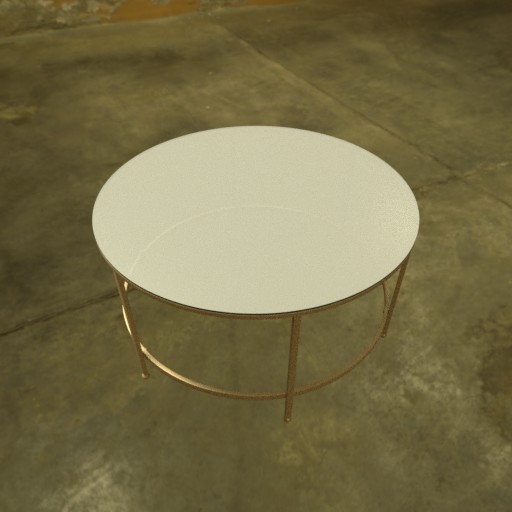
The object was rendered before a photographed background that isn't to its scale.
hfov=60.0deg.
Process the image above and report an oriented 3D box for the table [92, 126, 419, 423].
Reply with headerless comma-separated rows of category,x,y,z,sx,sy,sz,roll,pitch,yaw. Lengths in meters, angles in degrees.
table,0.000,0.000,1.432,0.914,0.470,0.914,0,41,0
